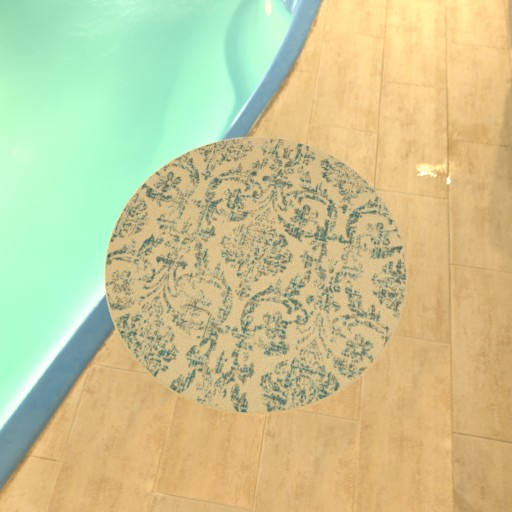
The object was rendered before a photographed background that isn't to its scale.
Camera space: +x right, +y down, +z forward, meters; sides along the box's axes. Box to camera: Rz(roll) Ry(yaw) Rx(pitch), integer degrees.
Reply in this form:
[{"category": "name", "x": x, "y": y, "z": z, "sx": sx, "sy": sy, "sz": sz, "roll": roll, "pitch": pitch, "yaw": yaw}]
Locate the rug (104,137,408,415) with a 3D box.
[{"category": "rug", "x": 0.000, "y": 0.000, "z": 2.351, "sx": 1.593, "sy": 0.012, "sz": 1.593, "roll": 0, "pitch": 65, "yaw": 0}]
